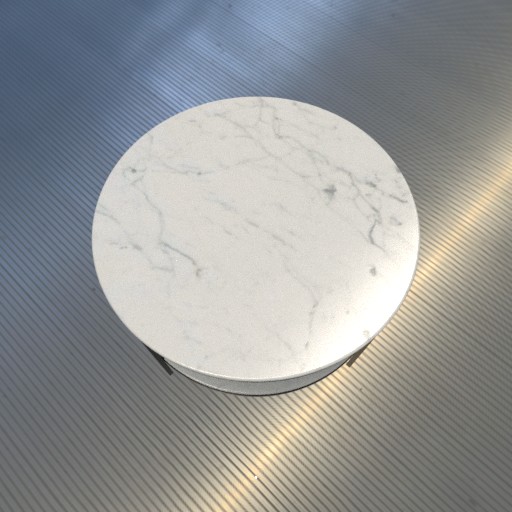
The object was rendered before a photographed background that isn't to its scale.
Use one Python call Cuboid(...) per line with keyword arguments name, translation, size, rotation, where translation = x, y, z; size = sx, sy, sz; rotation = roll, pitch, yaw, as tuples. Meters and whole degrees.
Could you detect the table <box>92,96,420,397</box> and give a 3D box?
Cuboid(name="table", translation=(0.000, 0.000, 1.292), size=(0.800, 0.450, 0.800), rotation=(0, 63, 0))
